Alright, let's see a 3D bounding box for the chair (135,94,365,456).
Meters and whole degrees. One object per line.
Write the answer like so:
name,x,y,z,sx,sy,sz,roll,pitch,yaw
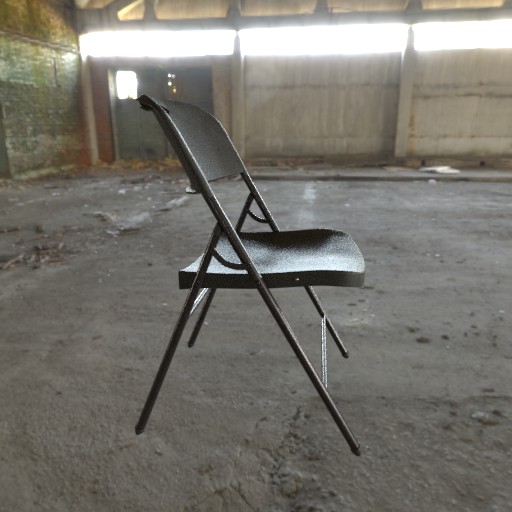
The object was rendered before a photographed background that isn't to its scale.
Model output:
chair,0.000,0.000,1.188,0.567,0.810,0.494,2,16,8
